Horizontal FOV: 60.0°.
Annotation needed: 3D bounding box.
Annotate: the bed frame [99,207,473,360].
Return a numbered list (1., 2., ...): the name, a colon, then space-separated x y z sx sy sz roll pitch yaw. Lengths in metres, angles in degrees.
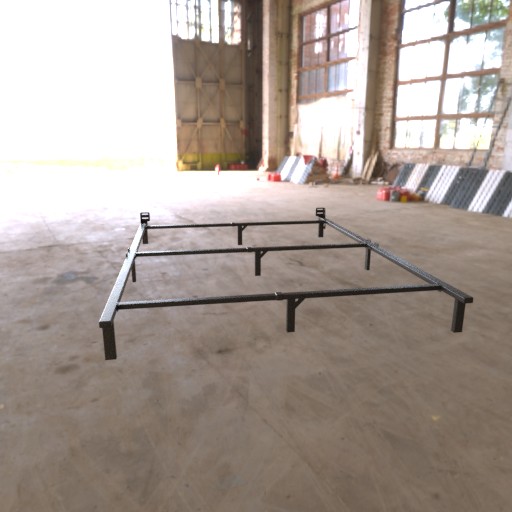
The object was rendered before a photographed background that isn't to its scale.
1. bed frame: 0.000 0.000 2.670 1.498 0.248 1.990 -3 15 -9
